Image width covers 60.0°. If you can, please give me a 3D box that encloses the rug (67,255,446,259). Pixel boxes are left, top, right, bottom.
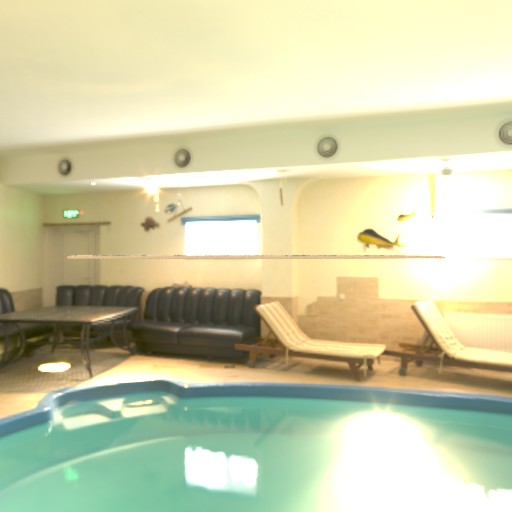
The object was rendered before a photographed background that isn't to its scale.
[{"bbox_3d":[0.000,0.000,3.492,1.819,0.018,2.746,0,0,0],"label":"rug"}]
